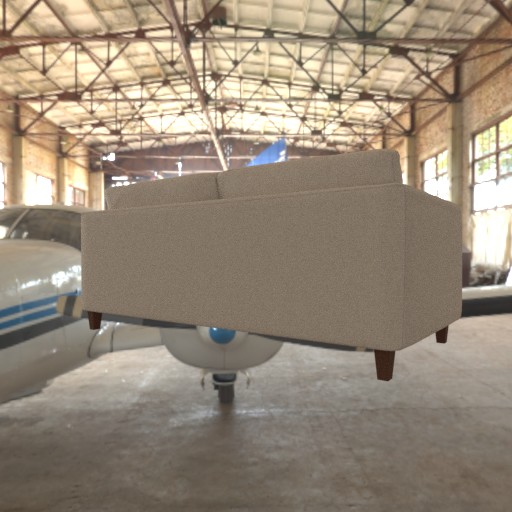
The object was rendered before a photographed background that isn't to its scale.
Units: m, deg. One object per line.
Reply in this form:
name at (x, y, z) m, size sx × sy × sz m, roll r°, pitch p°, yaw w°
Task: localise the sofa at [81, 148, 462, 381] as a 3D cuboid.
sofa at (0.000, 0.000, 2.484) m, size 1.981 × 0.889 × 0.965 m, roll 0°, pitch 1°, yaw 36°
